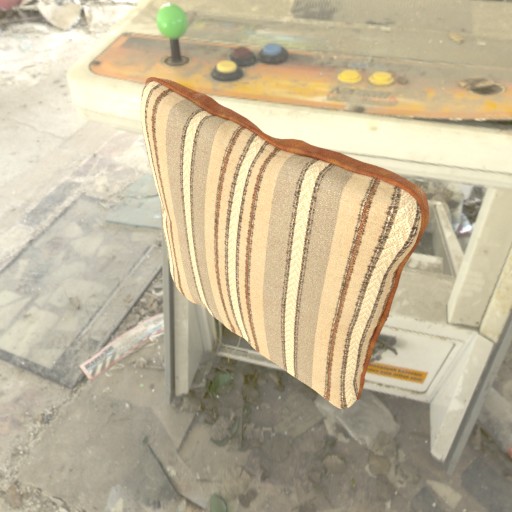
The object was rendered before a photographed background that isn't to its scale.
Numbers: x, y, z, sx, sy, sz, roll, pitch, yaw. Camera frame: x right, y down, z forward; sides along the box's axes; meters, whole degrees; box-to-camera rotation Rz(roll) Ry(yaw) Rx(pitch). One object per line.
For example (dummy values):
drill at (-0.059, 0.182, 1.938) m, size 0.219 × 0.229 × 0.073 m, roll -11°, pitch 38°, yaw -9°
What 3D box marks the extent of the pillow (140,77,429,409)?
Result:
pillow at (0.000, 0.000, 0.751) m, size 0.489 × 0.490 × 0.130 m, roll 32°, pitch 53°, yaw 27°
